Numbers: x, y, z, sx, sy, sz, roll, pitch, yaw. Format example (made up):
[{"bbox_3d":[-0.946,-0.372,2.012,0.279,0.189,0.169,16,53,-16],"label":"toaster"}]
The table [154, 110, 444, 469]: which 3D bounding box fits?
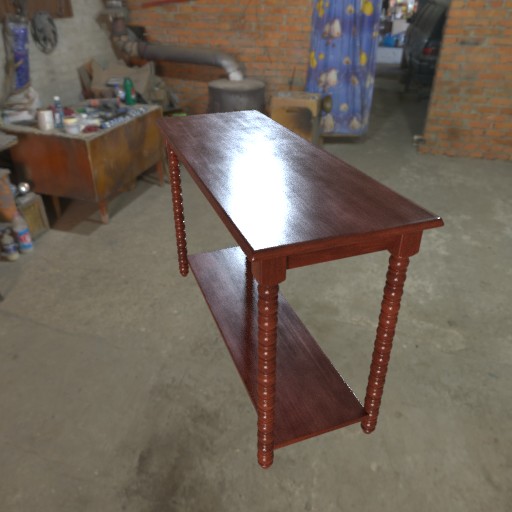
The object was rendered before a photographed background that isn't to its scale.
[{"bbox_3d":[0.000,0.000,1.567,0.459,0.740,1.184,-10,32,-17],"label":"table"}]
